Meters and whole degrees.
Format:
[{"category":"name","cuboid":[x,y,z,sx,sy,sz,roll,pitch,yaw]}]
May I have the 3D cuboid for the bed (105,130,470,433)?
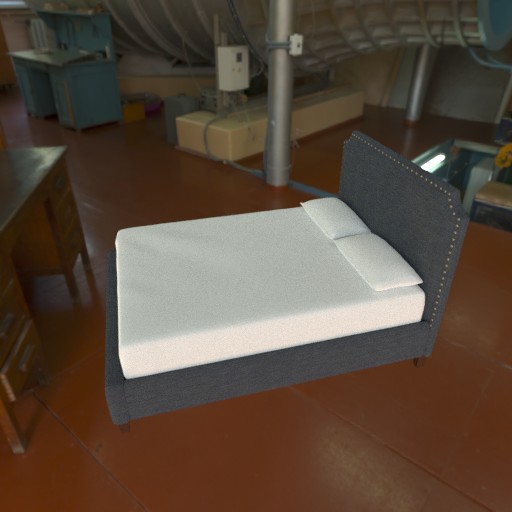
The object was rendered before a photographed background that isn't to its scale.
[{"category":"bed","cuboid":[0.000,0.000,3.500,2.372,1.443,1.713,-8,32,-13]}]
